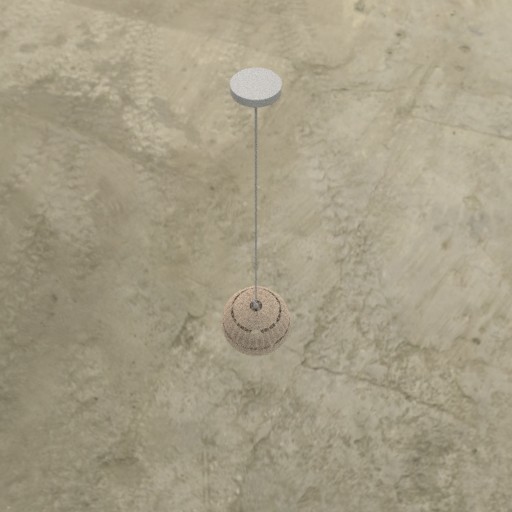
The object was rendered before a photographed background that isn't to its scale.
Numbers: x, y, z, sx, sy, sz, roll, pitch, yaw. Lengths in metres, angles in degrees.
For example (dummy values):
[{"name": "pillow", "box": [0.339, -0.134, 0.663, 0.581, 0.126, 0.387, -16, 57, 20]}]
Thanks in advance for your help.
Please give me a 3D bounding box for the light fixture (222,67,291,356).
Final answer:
[{"name": "light fixture", "box": [0.000, 0.000, 2.260, 0.457, 2.019, 0.457, -32, 63, -19]}]
